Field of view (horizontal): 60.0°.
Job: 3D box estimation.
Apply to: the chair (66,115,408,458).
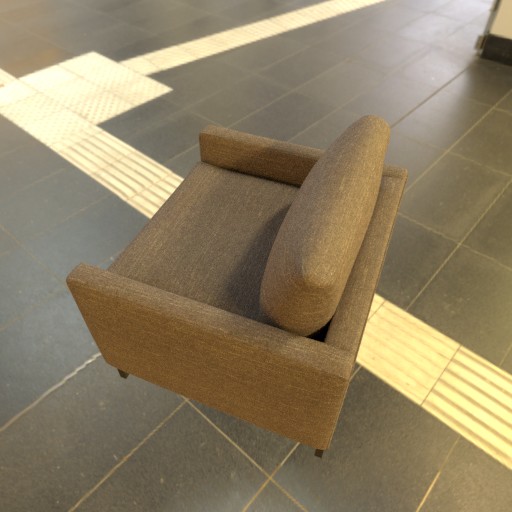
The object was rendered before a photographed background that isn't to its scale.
[{"bbox_3d":[0.000,0.000,1.570,0.845,0.841,0.940,16,49,15],"label":"chair"}]
